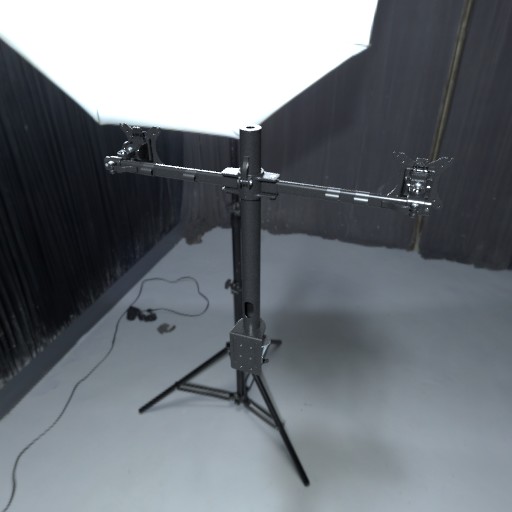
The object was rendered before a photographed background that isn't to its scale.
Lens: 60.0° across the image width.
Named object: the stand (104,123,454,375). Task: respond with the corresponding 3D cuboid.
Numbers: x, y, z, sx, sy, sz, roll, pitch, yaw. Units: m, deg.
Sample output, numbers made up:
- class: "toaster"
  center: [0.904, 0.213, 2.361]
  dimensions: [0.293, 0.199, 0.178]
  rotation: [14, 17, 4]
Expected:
- class: "stand"
  center: [0.000, 0.000, 1.016]
  dimensions: [0.743, 0.603, 0.150]
  rotation: [11, 33, 17]
